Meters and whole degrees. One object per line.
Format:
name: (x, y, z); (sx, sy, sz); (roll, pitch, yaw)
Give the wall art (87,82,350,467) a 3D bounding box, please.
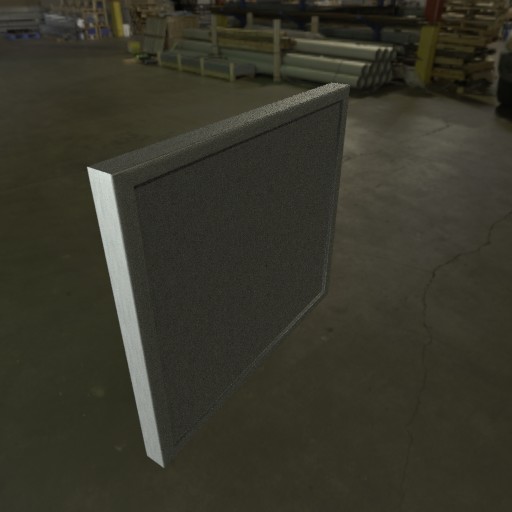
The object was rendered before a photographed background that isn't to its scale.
wall art: (0.000, 0.000, 0.525); (0.028, 0.330, 0.380); (20, 37, 29)
